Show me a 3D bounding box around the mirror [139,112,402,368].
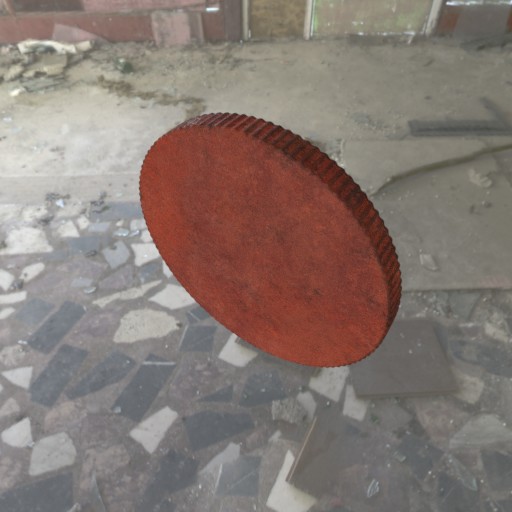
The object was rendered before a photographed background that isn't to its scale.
[{"bbox_3d":[0.000,0.000,0.937,0.609,0.609,0.056,26,51,23],"label":"mirror"}]
